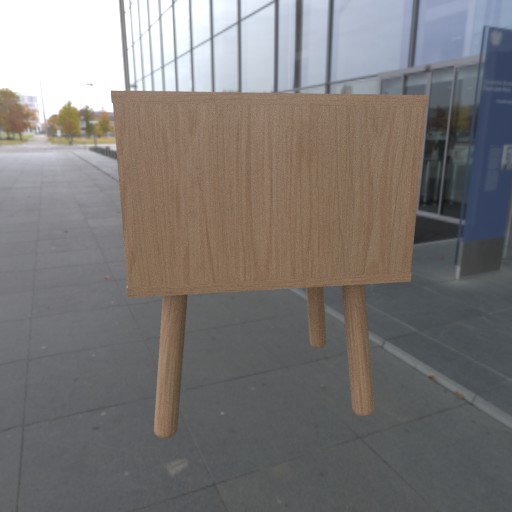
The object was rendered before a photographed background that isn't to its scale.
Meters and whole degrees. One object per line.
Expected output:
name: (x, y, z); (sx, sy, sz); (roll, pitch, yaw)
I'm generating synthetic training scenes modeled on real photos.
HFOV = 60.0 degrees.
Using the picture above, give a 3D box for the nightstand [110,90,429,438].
nightstand: (0.000, 0.000, 0.870); (0.450, 0.571, 0.380); (-3, 15, -9)
